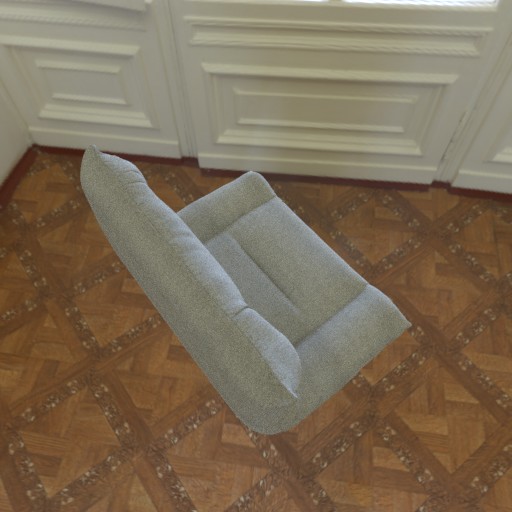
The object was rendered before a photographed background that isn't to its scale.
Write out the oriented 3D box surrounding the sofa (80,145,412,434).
[{"bbox_3d":[0.000,0.000,1.735,0.847,0.795,1.144,-34,64,-19],"label":"sofa"}]
